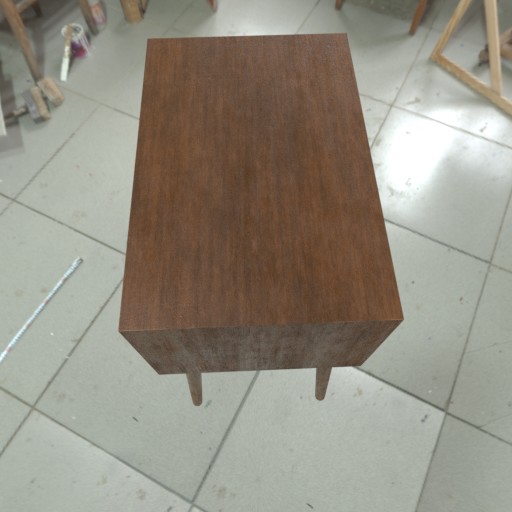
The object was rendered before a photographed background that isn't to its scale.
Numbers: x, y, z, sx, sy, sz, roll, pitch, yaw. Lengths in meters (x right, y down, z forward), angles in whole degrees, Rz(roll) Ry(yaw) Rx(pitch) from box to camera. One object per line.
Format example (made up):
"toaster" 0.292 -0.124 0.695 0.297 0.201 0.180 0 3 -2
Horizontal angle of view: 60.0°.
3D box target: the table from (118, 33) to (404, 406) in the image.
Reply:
"table" 0.000 0.000 0.827 0.307 0.580 0.454 -2 63 -1
